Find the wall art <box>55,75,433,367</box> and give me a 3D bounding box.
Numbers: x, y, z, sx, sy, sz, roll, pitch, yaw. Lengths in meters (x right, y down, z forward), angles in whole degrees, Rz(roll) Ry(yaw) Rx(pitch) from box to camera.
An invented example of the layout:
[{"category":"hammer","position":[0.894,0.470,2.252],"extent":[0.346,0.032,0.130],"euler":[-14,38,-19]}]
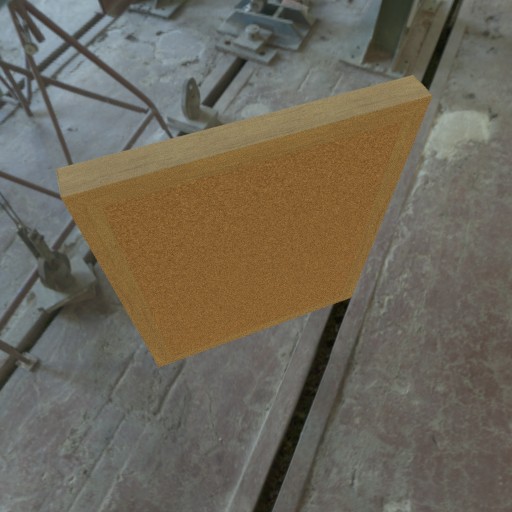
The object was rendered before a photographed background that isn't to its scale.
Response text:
[{"category":"wall art","position":[0.000,0.000,0.516],"extent":[0.312,0.380,0.030],"euler":[-18,60,-11]}]
